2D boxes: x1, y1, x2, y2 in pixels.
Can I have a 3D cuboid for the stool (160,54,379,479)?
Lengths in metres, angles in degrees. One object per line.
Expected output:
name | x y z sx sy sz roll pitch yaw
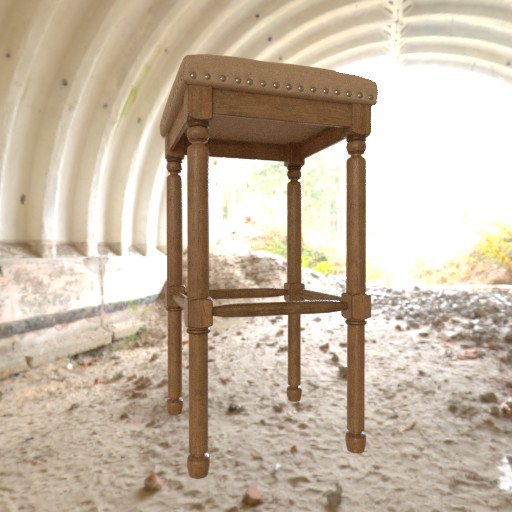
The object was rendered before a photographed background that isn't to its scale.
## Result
stool | 0.000 0.000 0.977 0.382 0.768 0.383 0 1 -18
